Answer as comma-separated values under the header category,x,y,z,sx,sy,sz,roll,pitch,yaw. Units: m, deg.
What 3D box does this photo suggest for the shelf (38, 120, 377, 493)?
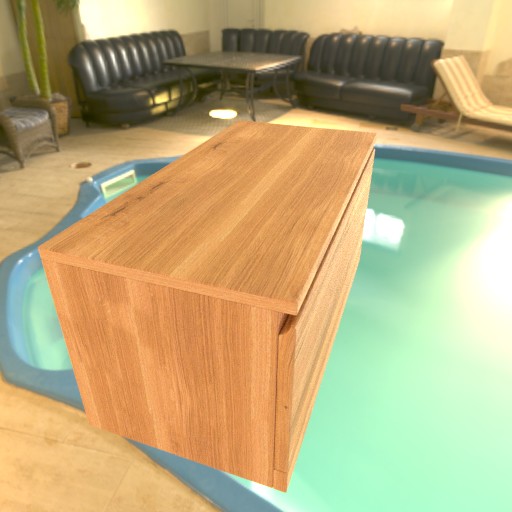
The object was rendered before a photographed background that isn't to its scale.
category,x,y,z,sx,sy,sz,roll,pitch,yaw
shelf,0.000,0.000,1.024,0.400,0.400,0.800,11,32,17
